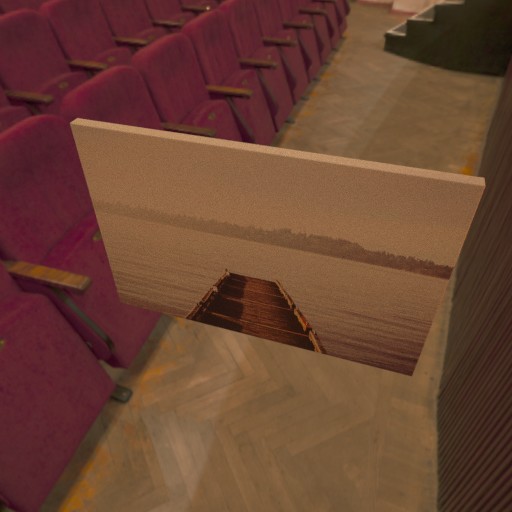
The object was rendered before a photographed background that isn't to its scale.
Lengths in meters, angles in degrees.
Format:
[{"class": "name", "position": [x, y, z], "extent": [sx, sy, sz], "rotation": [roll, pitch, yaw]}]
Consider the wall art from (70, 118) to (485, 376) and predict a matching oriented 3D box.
[{"class": "wall art", "position": [0.000, 0.000, 0.770], "extent": [0.615, 0.410, 0.021], "rotation": [12, 42, 14]}]
